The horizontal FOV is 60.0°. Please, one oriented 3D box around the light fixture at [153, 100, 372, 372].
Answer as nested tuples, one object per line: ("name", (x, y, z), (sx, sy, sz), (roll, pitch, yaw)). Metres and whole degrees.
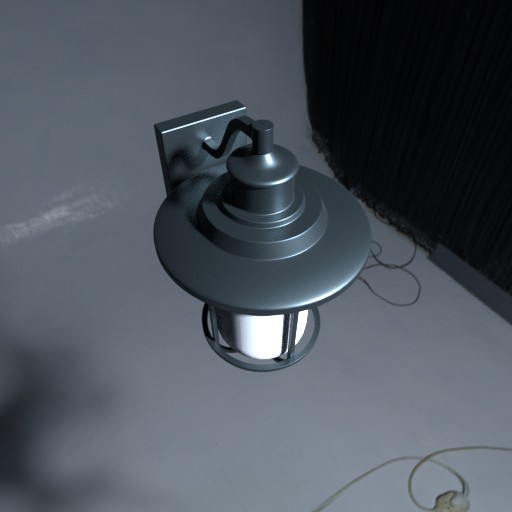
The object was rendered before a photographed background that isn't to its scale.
("light fixture", (0.000, 0.000, 0.511), (0.222, 0.345, 0.252), (-24, 51, -21))
